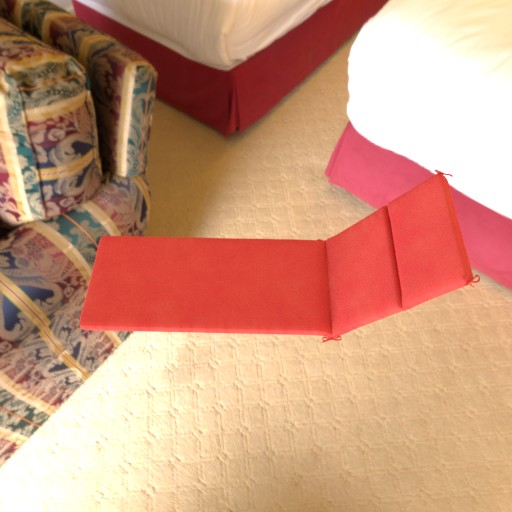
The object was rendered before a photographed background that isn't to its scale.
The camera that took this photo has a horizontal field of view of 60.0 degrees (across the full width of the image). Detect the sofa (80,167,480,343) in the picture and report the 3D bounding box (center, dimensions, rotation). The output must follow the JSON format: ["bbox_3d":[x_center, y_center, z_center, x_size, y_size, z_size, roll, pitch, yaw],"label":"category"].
[{"bbox_3d":[0.000,0.000,1.995,1.663,0.622,0.582,1,58,1],"label":"sofa"}]
